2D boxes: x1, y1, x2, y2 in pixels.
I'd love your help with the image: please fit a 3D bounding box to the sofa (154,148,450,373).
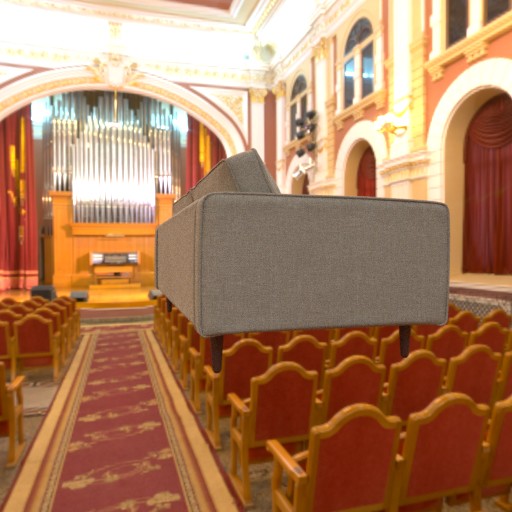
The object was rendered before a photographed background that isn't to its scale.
[{"bbox_3d":[0.000,0.000,2.324,0.914,0.762,1.879,0,1,-17],"label":"sofa"}]
